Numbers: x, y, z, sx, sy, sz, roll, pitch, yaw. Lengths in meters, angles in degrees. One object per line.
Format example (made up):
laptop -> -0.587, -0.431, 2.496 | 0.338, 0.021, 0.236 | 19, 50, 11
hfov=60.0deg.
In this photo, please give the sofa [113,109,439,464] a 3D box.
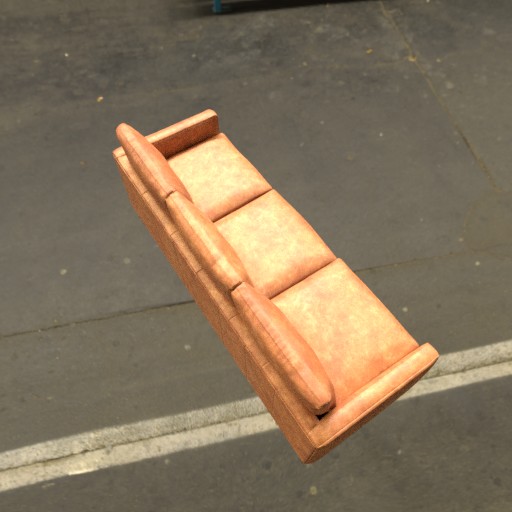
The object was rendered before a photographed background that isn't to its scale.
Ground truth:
sofa -> 0.000, 0.000, 2.471 | 0.748, 0.863, 2.029 | -29, 62, -17
